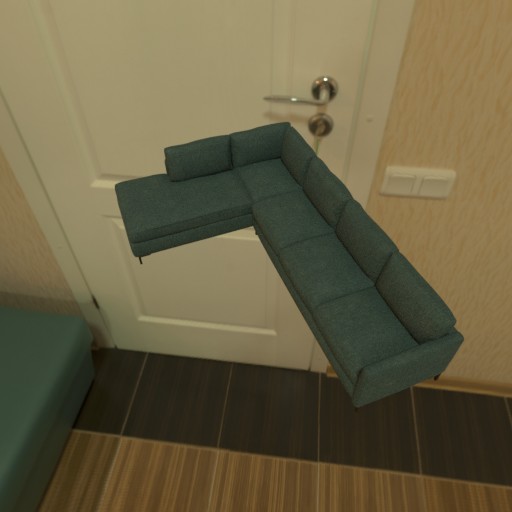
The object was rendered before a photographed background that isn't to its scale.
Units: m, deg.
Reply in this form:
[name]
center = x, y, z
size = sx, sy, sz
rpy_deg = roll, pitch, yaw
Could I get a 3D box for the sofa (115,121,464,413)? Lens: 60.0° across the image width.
[sofa]
center = 0.000, 0.000, 3.893
size = 2.007, 0.815, 2.949
rpy_deg = -16, 50, -15
